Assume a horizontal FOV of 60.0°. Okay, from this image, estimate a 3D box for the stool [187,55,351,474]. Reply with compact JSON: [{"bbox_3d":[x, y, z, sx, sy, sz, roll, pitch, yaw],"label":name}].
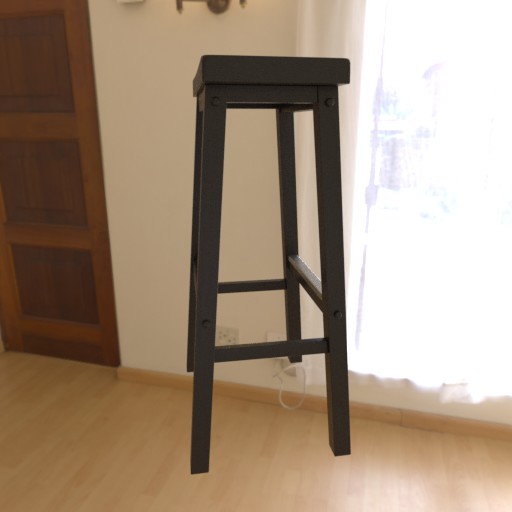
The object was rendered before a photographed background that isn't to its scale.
[{"bbox_3d":[0.000,0.000,0.960,0.322,0.742,0.406,-3,17,-9],"label":"stool"}]
